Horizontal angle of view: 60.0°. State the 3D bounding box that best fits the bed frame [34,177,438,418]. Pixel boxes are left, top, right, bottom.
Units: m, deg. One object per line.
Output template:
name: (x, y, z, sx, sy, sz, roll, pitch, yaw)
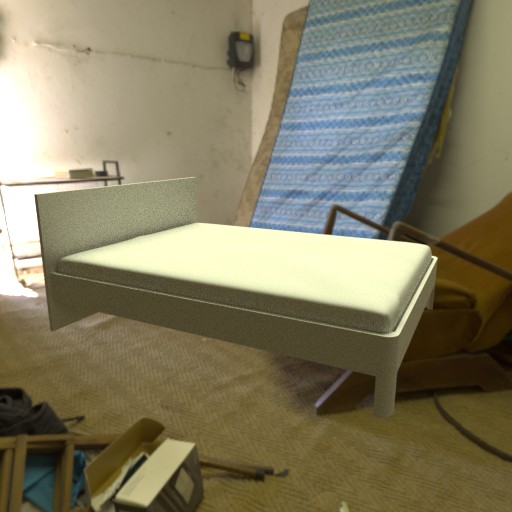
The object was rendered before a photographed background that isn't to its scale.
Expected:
bed frame: (0.000, 0.000, 2.714, 1.950, 0.800, 1.490, 7, 16, 27)
